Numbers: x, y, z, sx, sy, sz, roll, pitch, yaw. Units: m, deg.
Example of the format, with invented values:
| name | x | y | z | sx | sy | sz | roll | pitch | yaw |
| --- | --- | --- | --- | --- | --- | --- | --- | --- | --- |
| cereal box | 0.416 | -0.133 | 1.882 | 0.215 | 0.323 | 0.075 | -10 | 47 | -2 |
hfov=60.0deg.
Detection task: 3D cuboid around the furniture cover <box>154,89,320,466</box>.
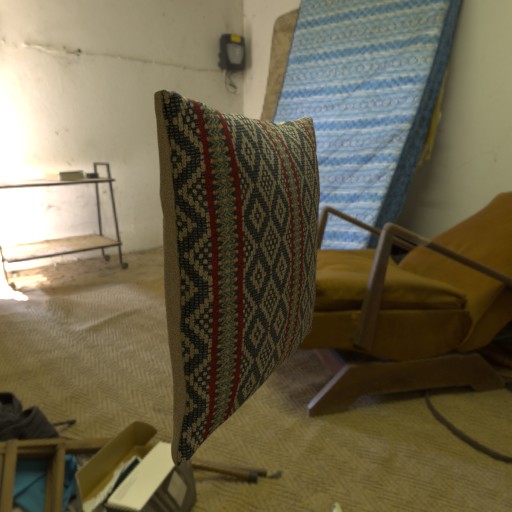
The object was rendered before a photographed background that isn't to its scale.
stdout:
| name | x | y | z | sx | sy | sz | roll | pitch | yaw |
| --- | --- | --- | --- | --- | --- | --- | --- | --- | --- |
| furniture cover | 0.000 | 0.000 | 0.671 | 0.139 | 0.431 | 0.431 | 7 | 15 | 26 |
